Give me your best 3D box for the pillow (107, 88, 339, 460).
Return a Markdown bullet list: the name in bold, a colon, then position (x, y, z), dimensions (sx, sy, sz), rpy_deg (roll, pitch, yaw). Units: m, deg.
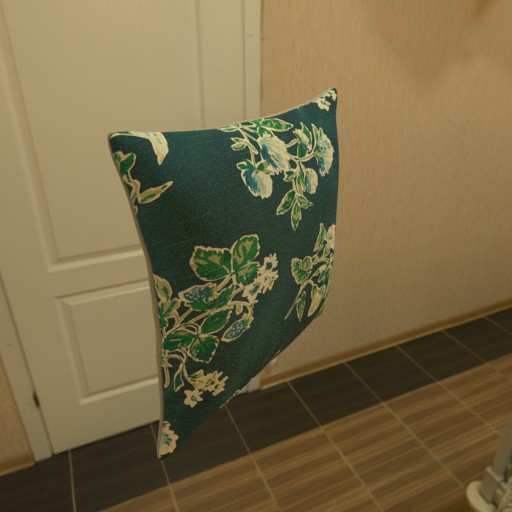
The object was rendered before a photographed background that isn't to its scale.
- **pillow**: position (0.000, 0.000, 0.774), dimensions (0.166, 0.508, 0.525), rpy_deg (18, 32, 32)
